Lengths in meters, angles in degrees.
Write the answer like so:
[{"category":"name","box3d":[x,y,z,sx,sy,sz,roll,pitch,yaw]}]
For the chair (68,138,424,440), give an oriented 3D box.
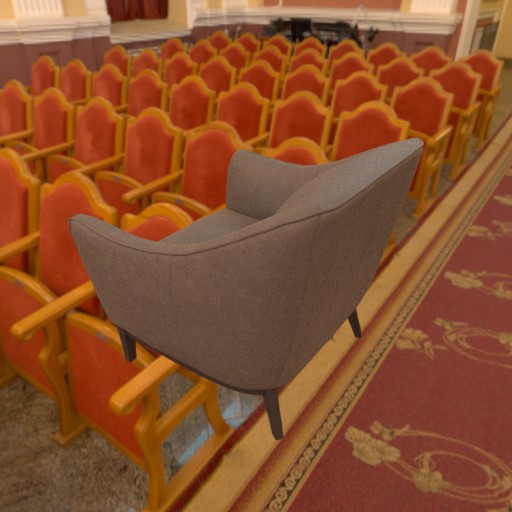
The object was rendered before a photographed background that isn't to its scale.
[{"category":"chair","box3d":[0.000,0.000,1.542,0.852,0.830,0.871,21,36,30]}]
